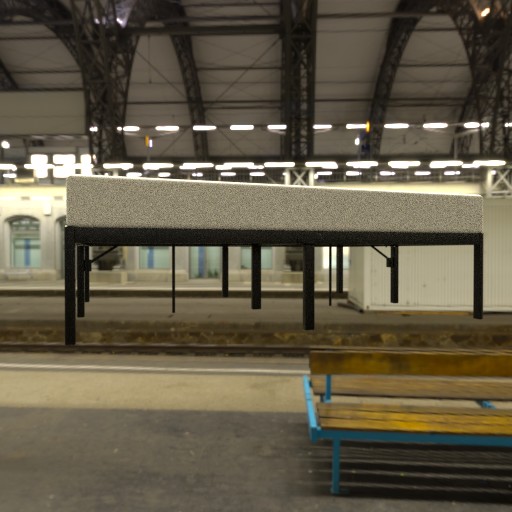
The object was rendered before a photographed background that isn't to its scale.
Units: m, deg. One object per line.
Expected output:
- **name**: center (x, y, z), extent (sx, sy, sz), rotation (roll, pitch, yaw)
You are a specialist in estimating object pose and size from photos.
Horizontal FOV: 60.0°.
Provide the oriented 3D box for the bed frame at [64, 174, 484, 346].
- **bed frame**: center (0.000, 0.000, 2.745), extent (2.072, 0.659, 1.557), rotation (0, 1, -19)
